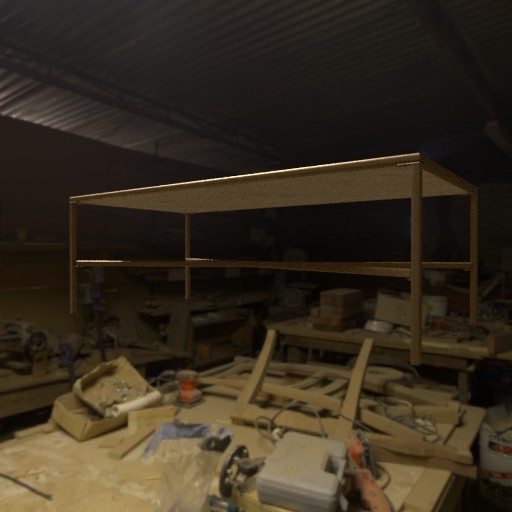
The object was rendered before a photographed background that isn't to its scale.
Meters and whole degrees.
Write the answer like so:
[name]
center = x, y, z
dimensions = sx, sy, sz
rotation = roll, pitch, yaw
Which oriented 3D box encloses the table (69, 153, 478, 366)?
[table]
center = 0.000, 0.000, 1.427
dimensions = 1.197, 0.405, 0.577
rotation = 1, 1, 36
